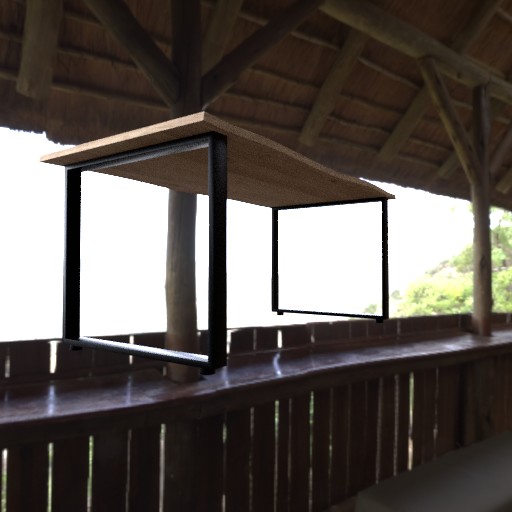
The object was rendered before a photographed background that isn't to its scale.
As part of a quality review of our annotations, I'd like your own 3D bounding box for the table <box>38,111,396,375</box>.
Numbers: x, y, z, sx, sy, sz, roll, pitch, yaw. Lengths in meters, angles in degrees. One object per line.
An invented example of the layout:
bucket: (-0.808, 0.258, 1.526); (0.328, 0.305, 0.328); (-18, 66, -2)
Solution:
table: (0.000, 0.000, 2.245); (0.900, 0.780, 1.800); (-1, -2, 35)
